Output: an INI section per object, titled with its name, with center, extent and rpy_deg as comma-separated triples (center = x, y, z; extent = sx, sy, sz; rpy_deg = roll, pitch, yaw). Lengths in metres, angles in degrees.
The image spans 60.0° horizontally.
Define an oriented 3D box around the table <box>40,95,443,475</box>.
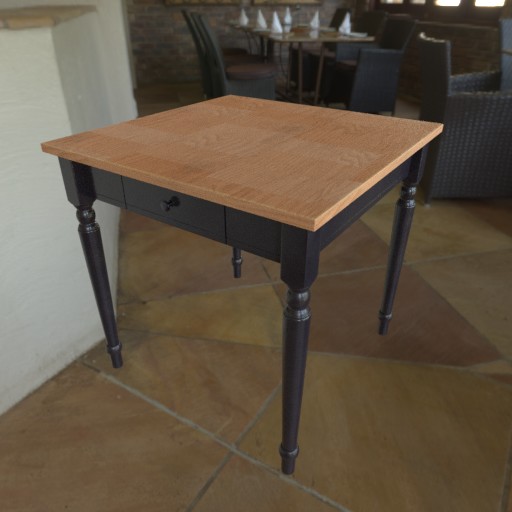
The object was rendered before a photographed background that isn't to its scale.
[table]
center = 0.000, 0.000, 1.333
extent = 0.747, 0.738, 0.747
rpy_deg = 19, 35, 30
